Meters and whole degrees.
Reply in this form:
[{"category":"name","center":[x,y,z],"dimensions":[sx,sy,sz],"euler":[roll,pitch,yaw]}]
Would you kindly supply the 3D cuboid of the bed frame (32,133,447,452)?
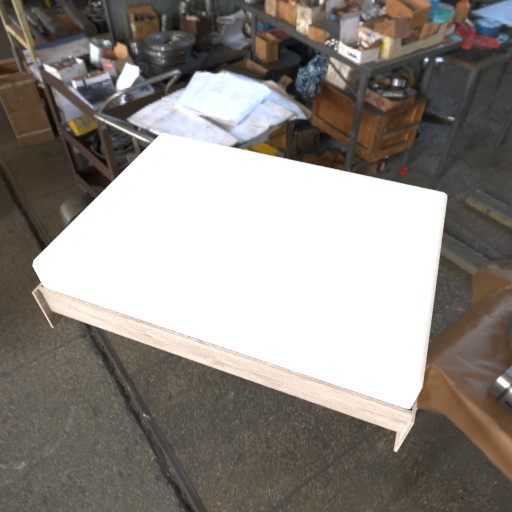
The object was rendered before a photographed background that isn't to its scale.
[{"category":"bed frame","center":[0.000,0.000,2.583],"dimensions":[1.945,0.497,1.445],"euler":[15,48,14]}]
